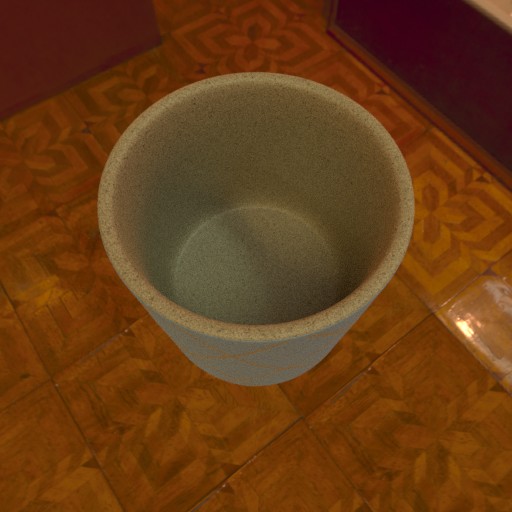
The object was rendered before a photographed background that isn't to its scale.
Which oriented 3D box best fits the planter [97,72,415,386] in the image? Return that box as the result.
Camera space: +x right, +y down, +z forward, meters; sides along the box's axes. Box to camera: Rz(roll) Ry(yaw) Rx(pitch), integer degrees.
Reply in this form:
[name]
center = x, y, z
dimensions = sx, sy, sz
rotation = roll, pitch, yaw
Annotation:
[planter]
center = 0.000, 0.000, 0.357
dimensions = 0.191, 0.200, 0.191
rotation = 0, 65, 0
